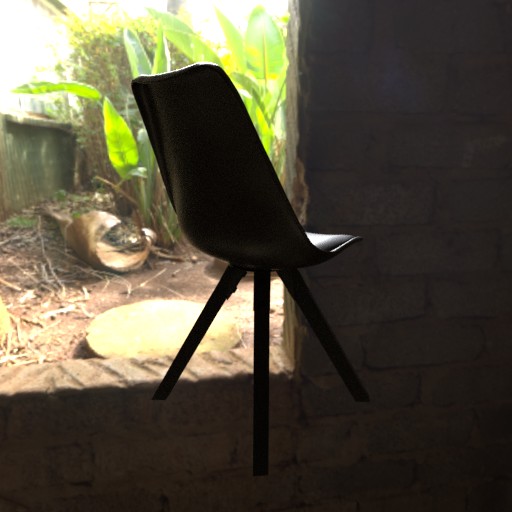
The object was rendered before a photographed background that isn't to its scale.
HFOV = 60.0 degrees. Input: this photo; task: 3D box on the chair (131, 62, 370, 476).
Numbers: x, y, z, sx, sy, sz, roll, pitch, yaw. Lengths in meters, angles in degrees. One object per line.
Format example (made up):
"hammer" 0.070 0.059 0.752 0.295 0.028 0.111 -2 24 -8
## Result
"chair" 0.000 0.000 1.148 0.530 0.850 0.485 -13 19 -42
